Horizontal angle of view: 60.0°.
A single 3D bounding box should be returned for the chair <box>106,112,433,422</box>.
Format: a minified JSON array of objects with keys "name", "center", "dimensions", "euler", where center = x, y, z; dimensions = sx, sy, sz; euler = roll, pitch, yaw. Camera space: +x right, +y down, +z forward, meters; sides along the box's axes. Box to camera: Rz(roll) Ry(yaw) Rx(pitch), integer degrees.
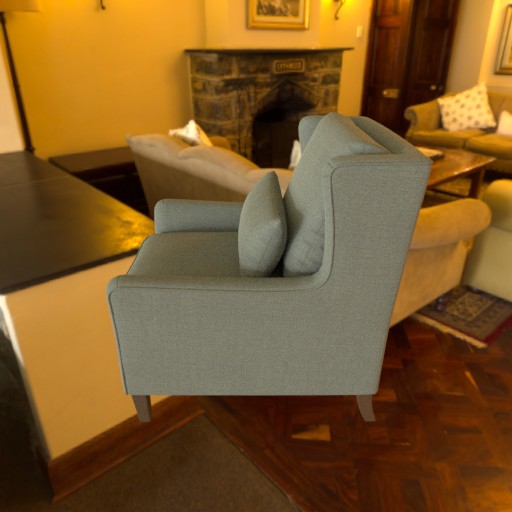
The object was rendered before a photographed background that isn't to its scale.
[{"name":"chair","center":[0.000,0.000,1.827],"dimensions":[1.040,1.056,0.866],"euler":[0,26,0]}]
